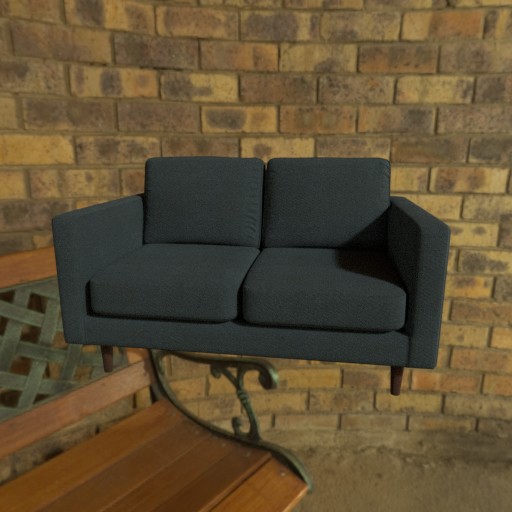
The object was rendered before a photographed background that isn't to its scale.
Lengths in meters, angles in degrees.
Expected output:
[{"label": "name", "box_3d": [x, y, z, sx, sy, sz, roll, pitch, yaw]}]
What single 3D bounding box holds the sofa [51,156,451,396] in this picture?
[{"label": "sofa", "box_3d": [0.000, 0.000, 2.140, 1.518, 0.930, 0.999, 2, 14, 9]}]
